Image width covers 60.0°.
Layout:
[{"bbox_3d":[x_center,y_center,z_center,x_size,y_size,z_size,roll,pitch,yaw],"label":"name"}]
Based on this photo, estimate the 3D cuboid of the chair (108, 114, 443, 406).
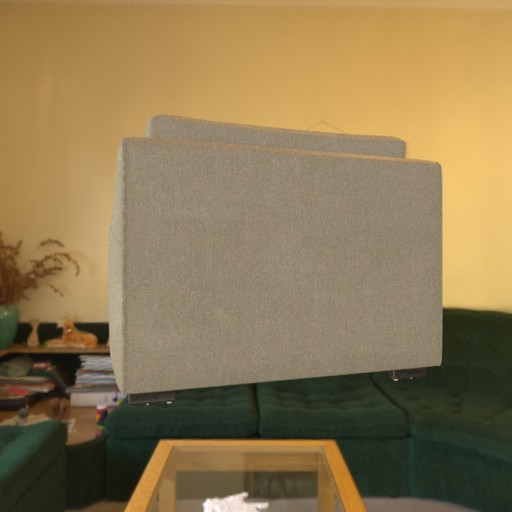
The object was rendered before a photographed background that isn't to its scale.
[{"bbox_3d":[0.000,0.000,2.008,1.270,0.974,1.043,0,0,-18],"label":"chair"}]
